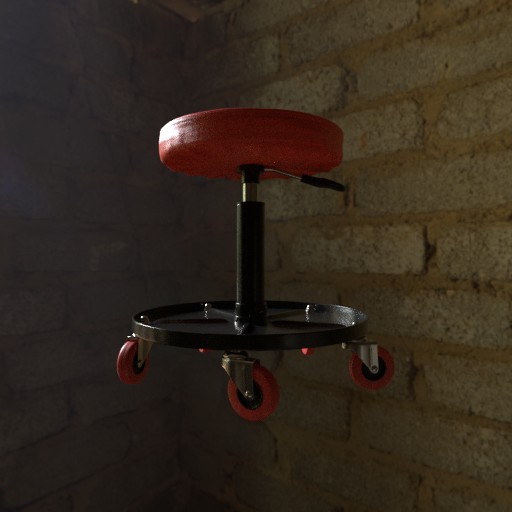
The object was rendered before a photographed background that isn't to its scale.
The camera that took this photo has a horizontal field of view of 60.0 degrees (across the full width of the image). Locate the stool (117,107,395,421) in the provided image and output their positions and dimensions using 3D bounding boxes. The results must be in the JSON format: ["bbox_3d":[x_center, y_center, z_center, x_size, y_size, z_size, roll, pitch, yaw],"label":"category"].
[{"bbox_3d":[0.000,0.000,0.668,0.382,0.365,0.381,0,1,1],"label":"stool"}]
